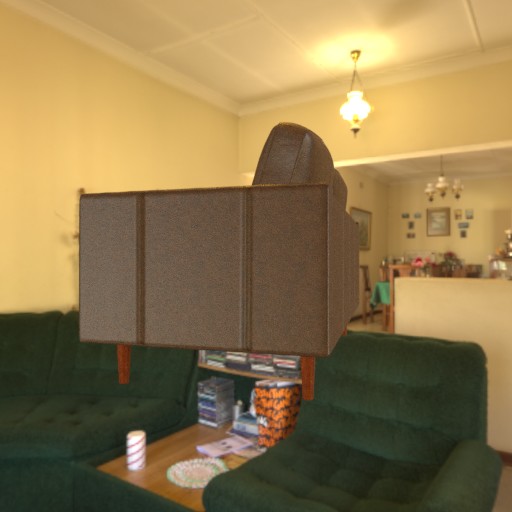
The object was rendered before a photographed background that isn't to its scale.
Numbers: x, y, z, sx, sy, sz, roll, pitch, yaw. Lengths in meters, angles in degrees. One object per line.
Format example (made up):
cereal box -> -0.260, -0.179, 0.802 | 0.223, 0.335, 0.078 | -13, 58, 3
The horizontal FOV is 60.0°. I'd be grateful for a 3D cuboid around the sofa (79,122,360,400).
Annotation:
sofa -> 0.000, 0.000, 2.184 | 0.909, 0.951, 1.578 | 0, 0, 16
